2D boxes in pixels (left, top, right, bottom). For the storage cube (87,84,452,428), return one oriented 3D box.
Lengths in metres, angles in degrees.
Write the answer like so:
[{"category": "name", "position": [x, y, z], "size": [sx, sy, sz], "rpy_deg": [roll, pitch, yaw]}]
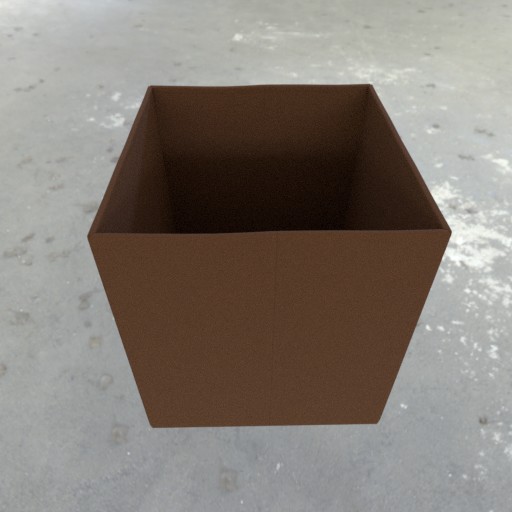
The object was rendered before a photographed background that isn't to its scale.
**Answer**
[{"category": "storage cube", "position": [0.000, 0.000, 0.494], "size": [0.270, 0.280, 0.270], "rpy_deg": [-1, 42, -1]}]
